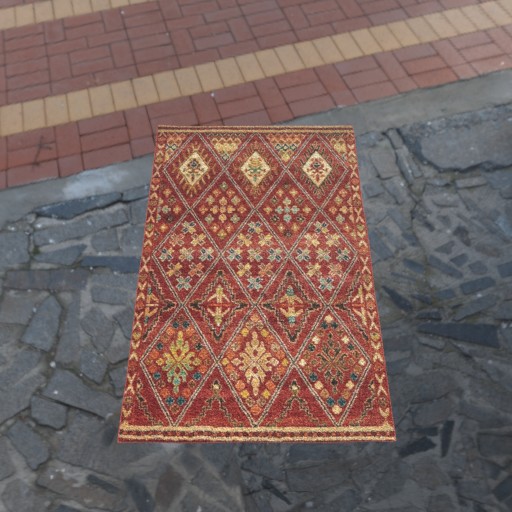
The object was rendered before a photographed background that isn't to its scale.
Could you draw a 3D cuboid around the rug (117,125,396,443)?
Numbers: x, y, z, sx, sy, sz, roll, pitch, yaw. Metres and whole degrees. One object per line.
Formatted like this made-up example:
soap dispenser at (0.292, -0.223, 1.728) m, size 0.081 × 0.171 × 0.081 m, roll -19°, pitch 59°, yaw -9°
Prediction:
rug at (0.000, 0.000, 2.930) m, size 1.521 × 0.026 × 2.286 m, roll 0°, pitch 63°, yaw 0°
